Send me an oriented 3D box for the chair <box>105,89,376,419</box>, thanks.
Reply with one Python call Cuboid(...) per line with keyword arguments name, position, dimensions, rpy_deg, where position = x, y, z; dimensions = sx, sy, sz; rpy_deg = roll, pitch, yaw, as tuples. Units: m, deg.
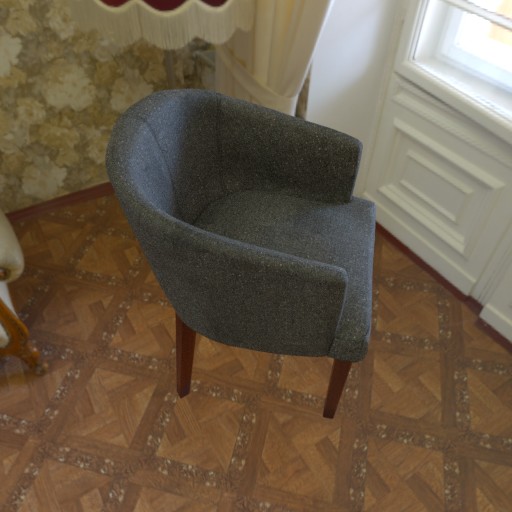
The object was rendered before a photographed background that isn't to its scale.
Cuboid(name="chair", position=(0.000, 0.000, 1.263), dimensions=(0.655, 0.811, 0.583), rpy_deg=(9, 47, 9))
